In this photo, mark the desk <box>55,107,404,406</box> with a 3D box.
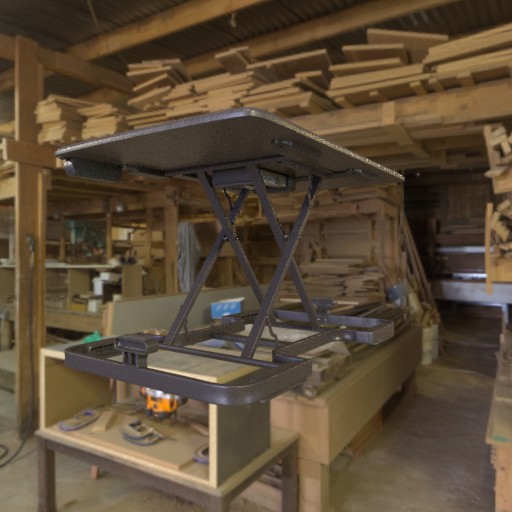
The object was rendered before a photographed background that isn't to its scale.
[{"bbox_3d":[0.000,0.000,1.145,0.546,0.470,0.820,1,1,34],"label":"desk"}]
